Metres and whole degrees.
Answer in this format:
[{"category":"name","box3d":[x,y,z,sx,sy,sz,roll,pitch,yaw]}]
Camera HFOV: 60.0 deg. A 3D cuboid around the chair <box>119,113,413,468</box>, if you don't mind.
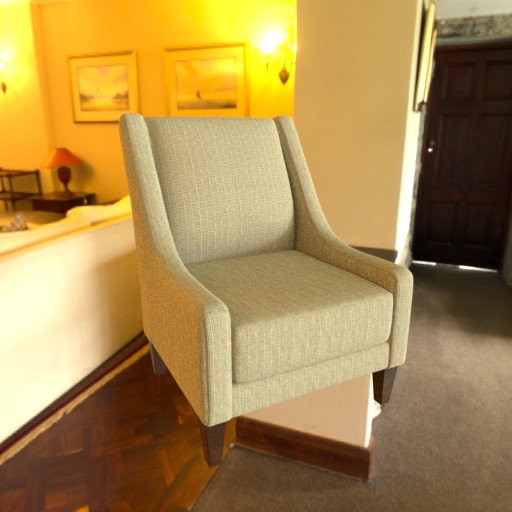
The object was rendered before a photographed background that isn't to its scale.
[{"category":"chair","box3d":[0.000,0.000,1.637,0.774,1.014,0.870,-8,18,-27]}]
